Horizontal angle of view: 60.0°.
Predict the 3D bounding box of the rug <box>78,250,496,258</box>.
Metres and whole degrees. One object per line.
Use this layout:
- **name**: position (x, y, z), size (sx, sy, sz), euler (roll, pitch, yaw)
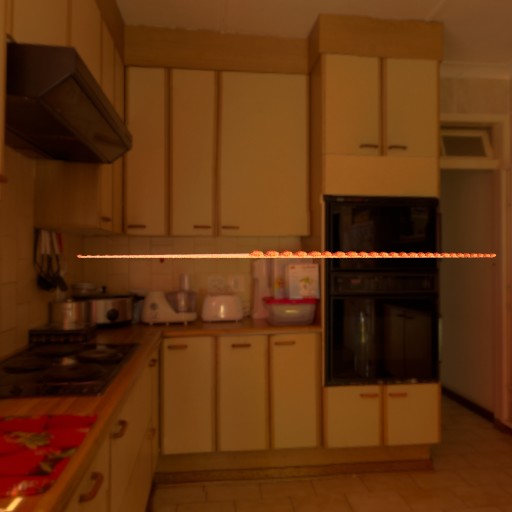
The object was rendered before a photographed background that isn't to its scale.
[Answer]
- **rug**: position (0.000, 0.000, 4.265), size (2.451, 0.035, 3.369), euler (0, 0, -36)
